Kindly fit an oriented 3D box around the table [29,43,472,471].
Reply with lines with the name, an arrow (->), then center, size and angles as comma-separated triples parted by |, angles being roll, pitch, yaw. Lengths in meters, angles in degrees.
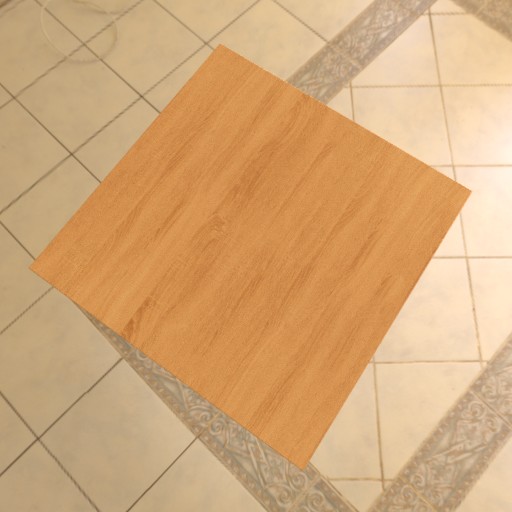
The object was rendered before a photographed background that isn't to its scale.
table -> 0.000, 0.000, 1.186 | 0.700, 0.450, 0.700 | 34, 77, 9
